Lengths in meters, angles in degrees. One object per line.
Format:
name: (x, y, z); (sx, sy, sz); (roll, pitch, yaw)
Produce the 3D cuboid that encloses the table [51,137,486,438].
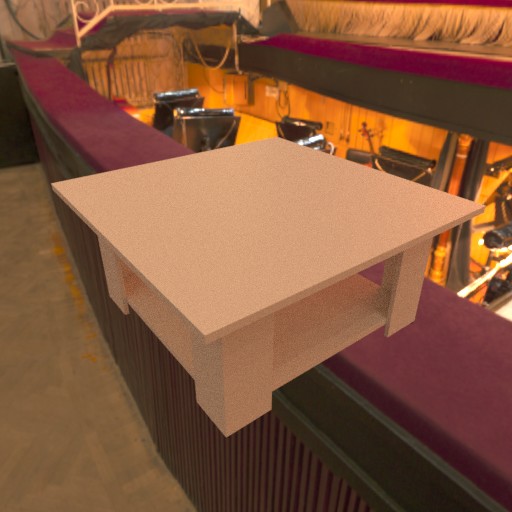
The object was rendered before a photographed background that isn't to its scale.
table: (0.000, 0.000, 1.037); (0.670, 0.305, 0.670); (-21, 36, -32)
